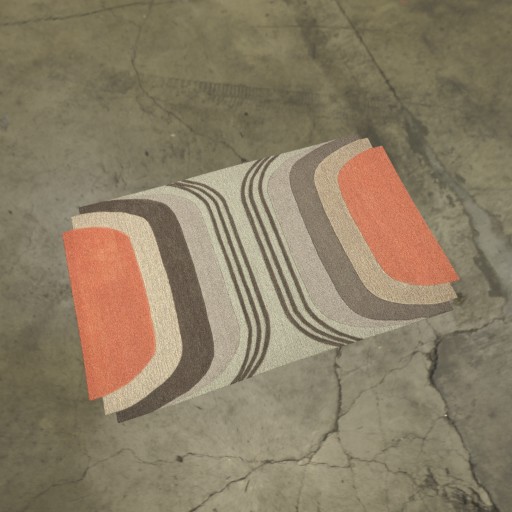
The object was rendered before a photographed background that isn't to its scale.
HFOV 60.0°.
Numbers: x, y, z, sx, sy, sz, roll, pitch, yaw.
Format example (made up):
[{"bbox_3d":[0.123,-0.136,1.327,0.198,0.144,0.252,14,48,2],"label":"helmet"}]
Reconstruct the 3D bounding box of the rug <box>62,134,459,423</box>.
[{"bbox_3d":[0.000,0.000,3.002,2.446,0.017,1.530,-17,65,-8],"label":"rug"}]
